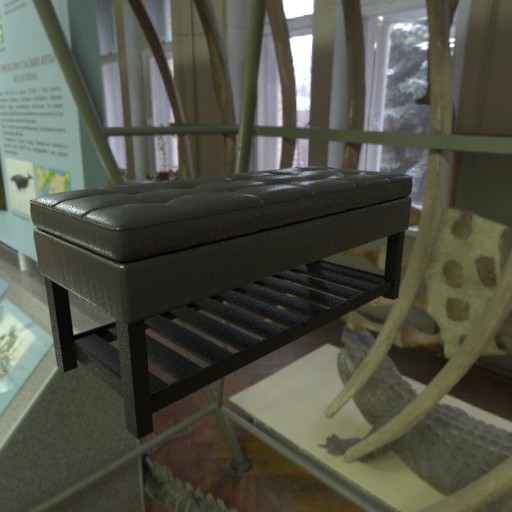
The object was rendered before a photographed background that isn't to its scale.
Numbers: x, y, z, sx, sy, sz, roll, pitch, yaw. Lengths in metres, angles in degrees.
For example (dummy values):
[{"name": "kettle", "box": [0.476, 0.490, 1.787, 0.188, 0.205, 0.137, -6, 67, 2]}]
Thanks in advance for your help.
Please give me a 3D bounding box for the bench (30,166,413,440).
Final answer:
[{"name": "bench", "box": [0.000, 0.000, 1.327, 0.432, 0.460, 1.105, 16, 23, 43]}]
